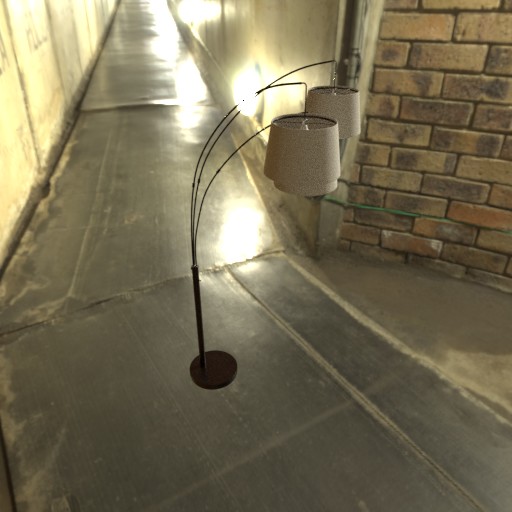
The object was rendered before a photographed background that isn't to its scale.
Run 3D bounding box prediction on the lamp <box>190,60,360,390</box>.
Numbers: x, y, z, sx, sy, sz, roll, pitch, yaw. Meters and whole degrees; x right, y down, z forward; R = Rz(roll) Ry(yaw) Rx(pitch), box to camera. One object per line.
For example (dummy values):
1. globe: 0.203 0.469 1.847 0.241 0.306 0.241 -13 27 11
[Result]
1. lamp: 0.000 0.000 2.456 0.924 1.950 0.951 10 32 17
